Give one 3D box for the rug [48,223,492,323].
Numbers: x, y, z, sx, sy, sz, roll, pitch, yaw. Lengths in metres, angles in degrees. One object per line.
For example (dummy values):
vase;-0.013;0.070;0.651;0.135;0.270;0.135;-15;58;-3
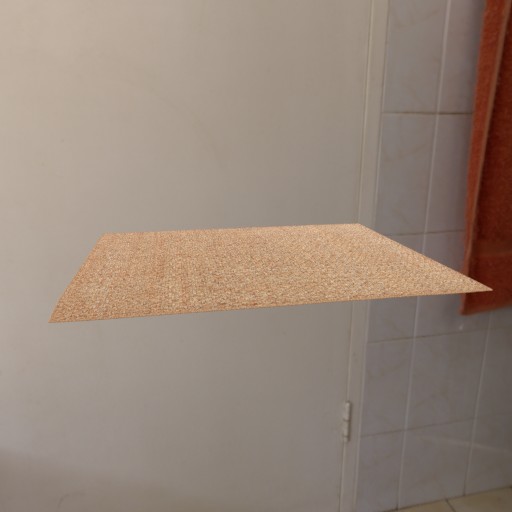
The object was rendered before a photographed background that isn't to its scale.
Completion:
rug;0.000;0.000;4.075;3.048;0.013;2.439;-3;16;-10
